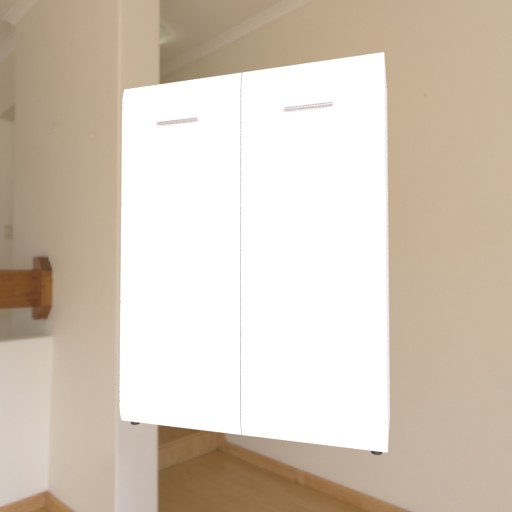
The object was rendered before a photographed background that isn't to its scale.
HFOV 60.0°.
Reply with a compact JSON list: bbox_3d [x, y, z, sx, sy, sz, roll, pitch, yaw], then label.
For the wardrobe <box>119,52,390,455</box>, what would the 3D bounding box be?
[{"bbox_3d":[0.000,0.000,1.584,0.900,1.200,0.360,-1,-2,18],"label":"wardrobe"}]
